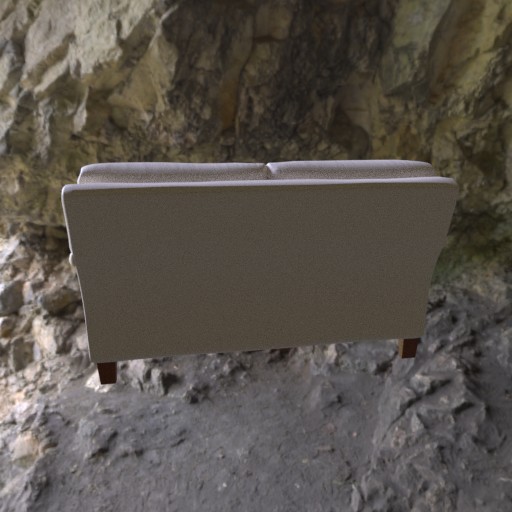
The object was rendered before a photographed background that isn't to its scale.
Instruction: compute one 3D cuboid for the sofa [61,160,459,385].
[{"bbox_3d":[0.000,0.000,2.550,1.853,1.101,1.084,-3,16,-9],"label":"sofa"}]
